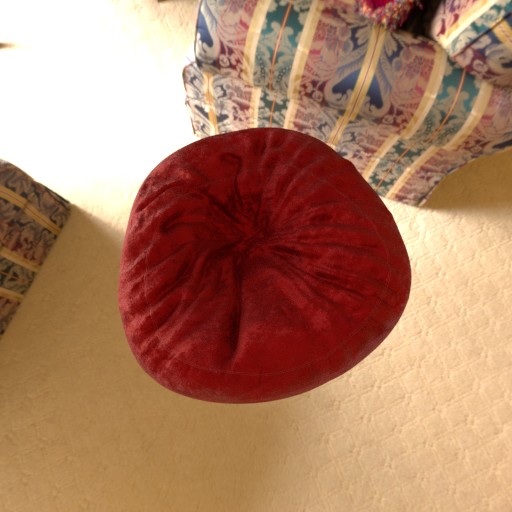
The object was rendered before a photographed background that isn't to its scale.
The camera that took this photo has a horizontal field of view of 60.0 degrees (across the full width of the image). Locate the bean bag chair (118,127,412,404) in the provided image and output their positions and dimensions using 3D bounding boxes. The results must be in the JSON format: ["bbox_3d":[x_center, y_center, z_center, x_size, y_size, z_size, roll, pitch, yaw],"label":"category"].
[{"bbox_3d":[0.000,0.000,2.460,1.524,0.878,1.524,-17,76,-4],"label":"bean bag chair"}]
